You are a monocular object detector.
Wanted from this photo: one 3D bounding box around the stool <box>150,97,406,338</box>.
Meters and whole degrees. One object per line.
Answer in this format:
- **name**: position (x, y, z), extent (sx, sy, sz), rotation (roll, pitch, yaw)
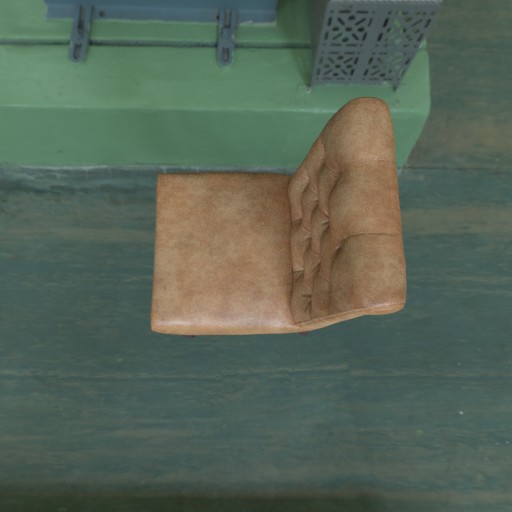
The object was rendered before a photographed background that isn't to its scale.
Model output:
- **stool**: position (0.000, 0.000, 1.395), extent (0.601, 1.047, 0.493), rotation (0, 77, 0)
